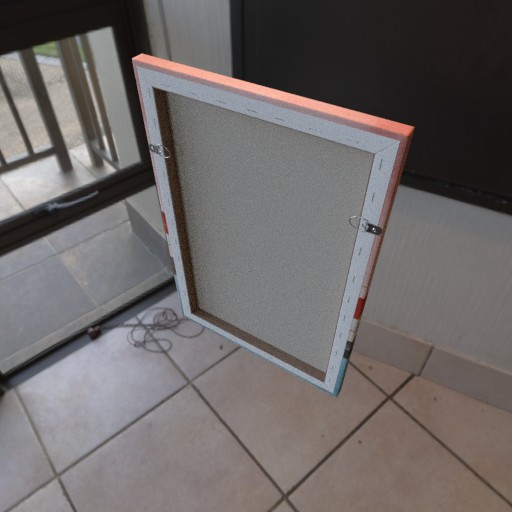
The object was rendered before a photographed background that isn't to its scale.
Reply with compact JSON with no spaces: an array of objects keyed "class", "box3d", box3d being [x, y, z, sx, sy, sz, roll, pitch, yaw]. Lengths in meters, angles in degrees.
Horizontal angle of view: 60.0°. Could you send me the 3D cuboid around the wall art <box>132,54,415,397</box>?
[{"class":"wall art","box3d":[0.000,0.000,1.178,0.610,0.914,0.038,24,50,21]}]
